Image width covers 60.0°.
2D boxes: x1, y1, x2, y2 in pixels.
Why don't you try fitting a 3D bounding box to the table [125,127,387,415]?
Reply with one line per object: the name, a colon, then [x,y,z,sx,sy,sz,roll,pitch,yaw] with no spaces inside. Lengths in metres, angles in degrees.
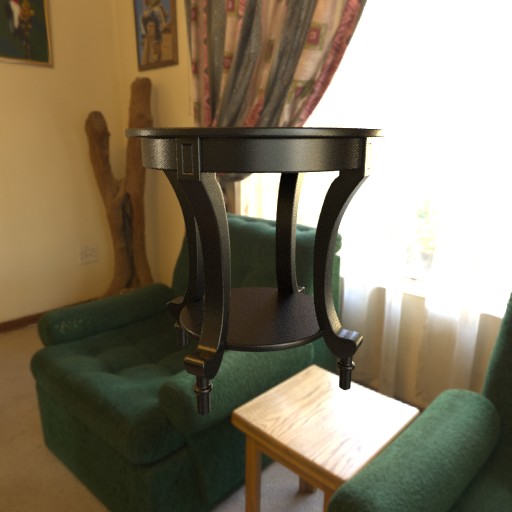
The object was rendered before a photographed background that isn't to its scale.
table: [0.000,0.000,1.128,0.597,0.618,0.597,0,15,0]
